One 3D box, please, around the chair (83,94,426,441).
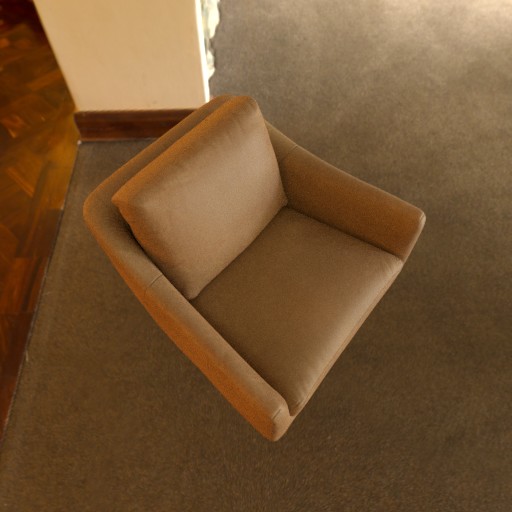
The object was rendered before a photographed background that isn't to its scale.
[{"bbox_3d":[0.000,0.000,1.771,0.963,0.895,0.988,34,63,20],"label":"chair"}]
